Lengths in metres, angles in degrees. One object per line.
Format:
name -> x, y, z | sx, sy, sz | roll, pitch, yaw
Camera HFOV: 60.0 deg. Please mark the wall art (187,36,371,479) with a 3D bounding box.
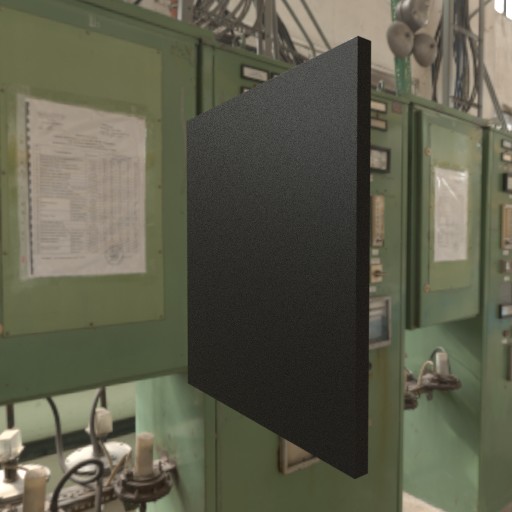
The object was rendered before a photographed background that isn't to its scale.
wall art -> 0.000, 0.000, 0.685 | 0.023, 0.505, 0.428 | -1, 2, -35
